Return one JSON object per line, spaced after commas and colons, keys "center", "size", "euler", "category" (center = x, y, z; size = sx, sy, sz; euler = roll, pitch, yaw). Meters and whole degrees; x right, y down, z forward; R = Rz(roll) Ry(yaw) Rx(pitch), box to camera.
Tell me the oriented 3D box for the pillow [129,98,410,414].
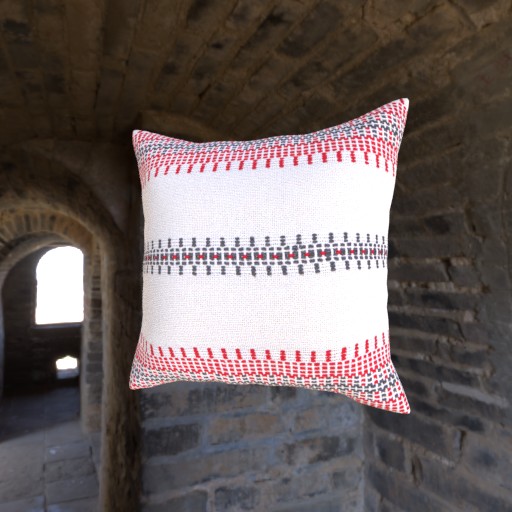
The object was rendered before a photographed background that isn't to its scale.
{"center": [0.000, 0.000, 0.702], "size": [0.463, 0.454, 0.160], "euler": [-1, -2, 18], "category": "pillow"}
